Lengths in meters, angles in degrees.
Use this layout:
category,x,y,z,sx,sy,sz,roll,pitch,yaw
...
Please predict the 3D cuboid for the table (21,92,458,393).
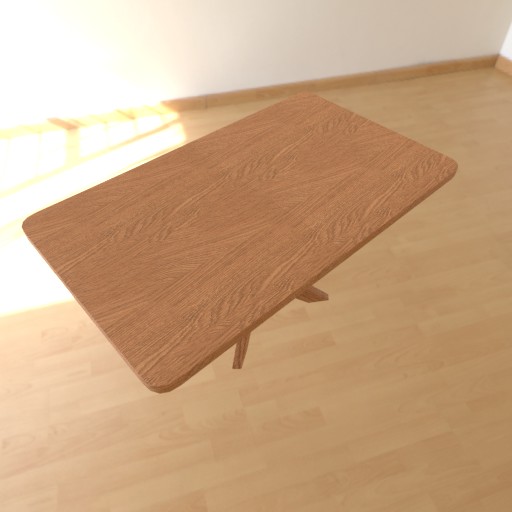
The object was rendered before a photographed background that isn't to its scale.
category,x,y,z,sx,sy,sz,roll,pitch,yaw
table,0.000,0.000,2.087,1.600,0.770,0.950,-33,55,-28
